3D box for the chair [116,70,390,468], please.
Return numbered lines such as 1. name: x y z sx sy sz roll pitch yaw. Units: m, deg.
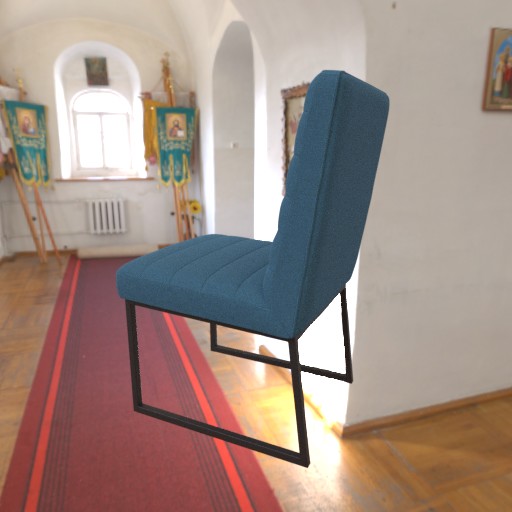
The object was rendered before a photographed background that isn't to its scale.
1. chair: 0.000 0.000 1.298 0.634 0.930 0.520 7 16 25
